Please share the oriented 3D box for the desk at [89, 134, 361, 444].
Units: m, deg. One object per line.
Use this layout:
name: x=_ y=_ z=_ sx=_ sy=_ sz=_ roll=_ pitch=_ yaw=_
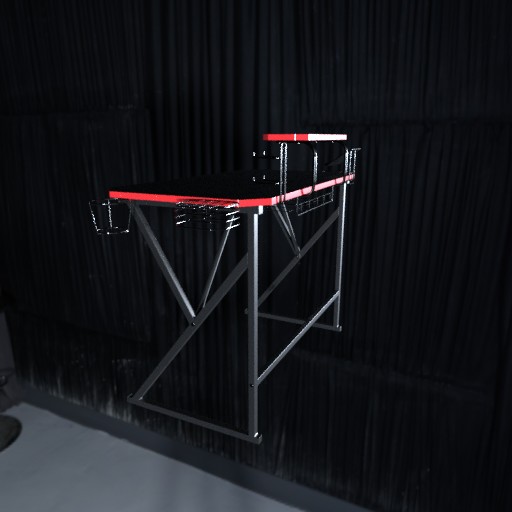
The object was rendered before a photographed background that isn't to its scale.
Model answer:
desk: x=0.000 y=0.000 z=1.730 sx=0.588 sy=0.913 sz=1.280 roll=7 pitch=17 yaw=25
